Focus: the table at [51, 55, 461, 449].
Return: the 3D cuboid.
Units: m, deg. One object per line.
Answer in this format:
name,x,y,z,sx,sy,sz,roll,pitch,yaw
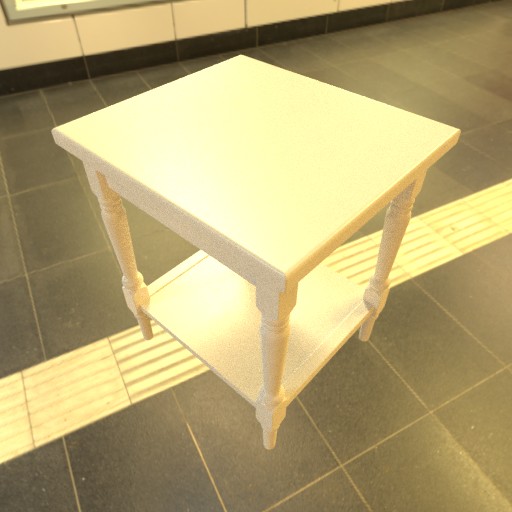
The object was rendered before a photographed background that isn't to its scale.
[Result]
table,0.000,0.000,0.903,0.488,0.565,0.442,32,52,29
